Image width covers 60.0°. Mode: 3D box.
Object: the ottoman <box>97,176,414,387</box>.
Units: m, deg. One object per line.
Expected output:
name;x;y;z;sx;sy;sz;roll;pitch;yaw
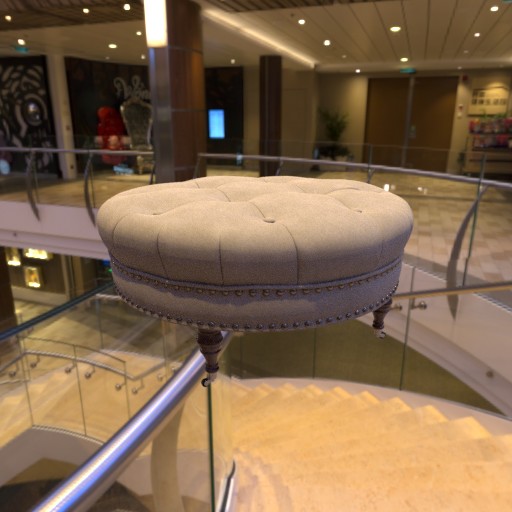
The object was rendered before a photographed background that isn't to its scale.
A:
ottoman;0.000;0.000;1.367;0.901;0.439;0.901;0;17;0
